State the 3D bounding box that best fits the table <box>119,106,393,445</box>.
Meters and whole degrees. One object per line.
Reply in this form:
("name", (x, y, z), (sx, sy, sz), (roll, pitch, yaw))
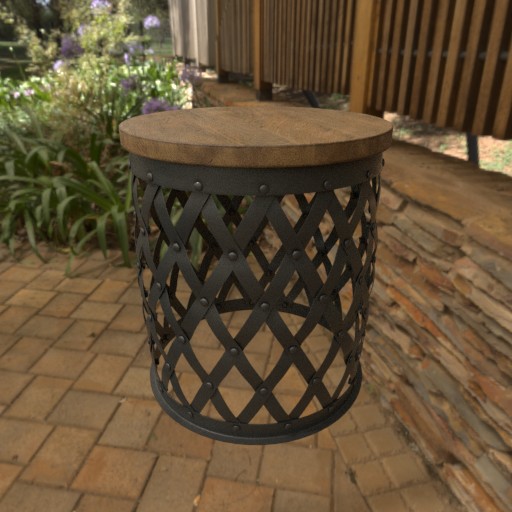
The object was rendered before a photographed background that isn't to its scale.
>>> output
("table", (0.000, 0.000, 0.771), (0.405, 0.454, 0.405), (0, 25, 0))
